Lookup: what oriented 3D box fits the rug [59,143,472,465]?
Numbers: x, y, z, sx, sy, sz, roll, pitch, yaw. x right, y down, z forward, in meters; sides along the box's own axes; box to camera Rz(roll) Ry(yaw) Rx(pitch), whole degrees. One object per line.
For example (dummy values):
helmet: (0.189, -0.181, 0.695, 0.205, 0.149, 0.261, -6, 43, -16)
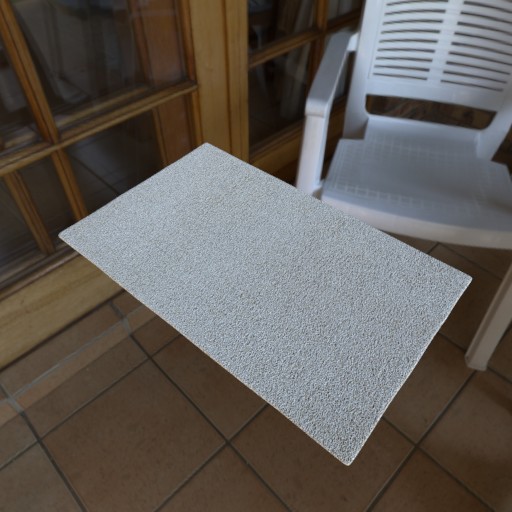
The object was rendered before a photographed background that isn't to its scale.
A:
rug: (0.000, 0.000, 3.043, 2.438, 0.030, 1.524, 32, 55, 26)
